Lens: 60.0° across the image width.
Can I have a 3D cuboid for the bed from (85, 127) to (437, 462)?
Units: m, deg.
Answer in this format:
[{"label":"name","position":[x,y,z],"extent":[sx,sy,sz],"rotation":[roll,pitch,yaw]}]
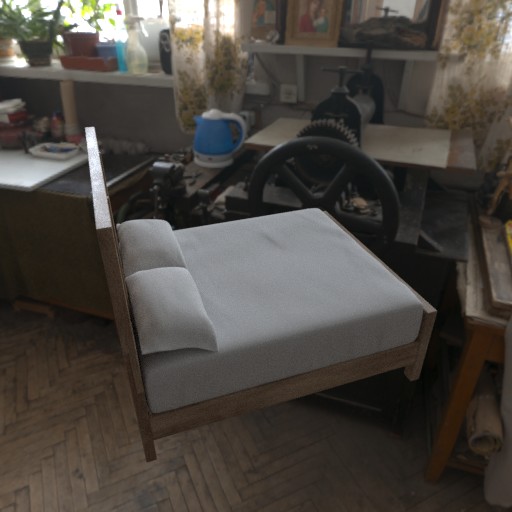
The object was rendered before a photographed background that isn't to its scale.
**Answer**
[{"label":"bed","position":[0.000,0.000,3.229],"extent":[2.017,1.631,1.615],"rotation":[-11,33,-17]}]
